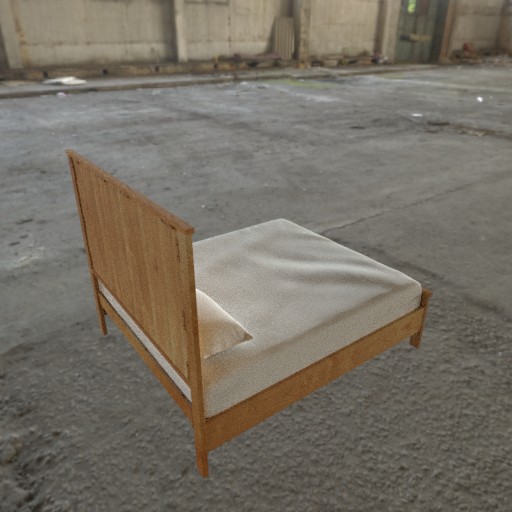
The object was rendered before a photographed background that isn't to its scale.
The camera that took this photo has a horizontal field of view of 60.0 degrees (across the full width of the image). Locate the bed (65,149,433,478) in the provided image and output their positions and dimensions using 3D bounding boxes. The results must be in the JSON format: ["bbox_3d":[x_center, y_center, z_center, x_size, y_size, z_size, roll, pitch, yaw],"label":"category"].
[{"bbox_3d":[0.000,0.000,3.648,2.201,1.686,1.936,-18,32,-32],"label":"bed"}]
